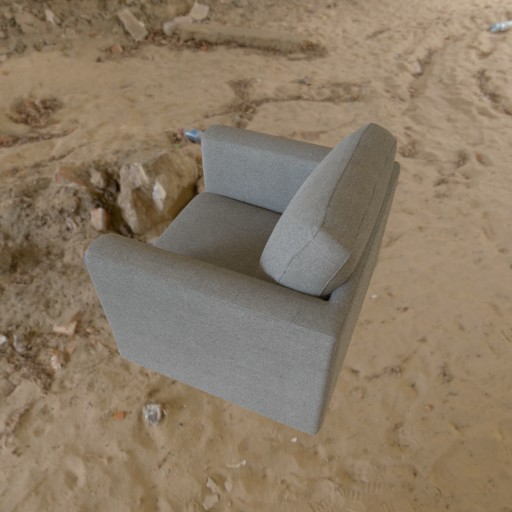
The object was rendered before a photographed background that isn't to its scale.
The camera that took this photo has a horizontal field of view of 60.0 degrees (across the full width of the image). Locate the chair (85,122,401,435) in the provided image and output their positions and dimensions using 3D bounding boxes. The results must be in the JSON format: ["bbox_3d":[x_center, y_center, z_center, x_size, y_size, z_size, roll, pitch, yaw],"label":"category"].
[{"bbox_3d":[0.000,0.000,1.608,0.800,0.927,0.855,17,48,16],"label":"chair"}]
